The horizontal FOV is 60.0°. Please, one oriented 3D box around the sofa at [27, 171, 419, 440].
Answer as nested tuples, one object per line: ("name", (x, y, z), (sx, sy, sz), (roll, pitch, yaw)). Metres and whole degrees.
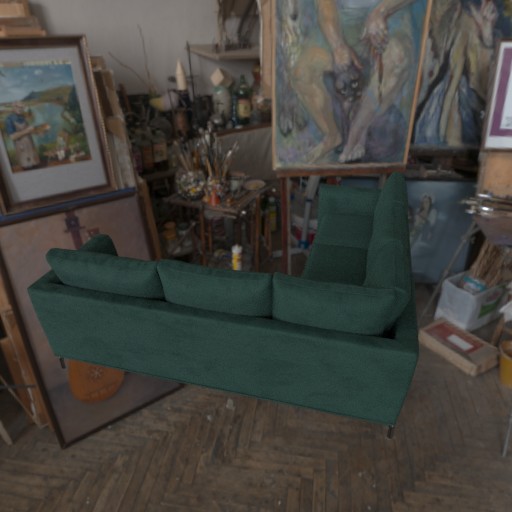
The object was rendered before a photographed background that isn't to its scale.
("sofa", (0.000, 0.000, 3.756), (2.452, 1.004, 2.468), (8, 30, 13))
